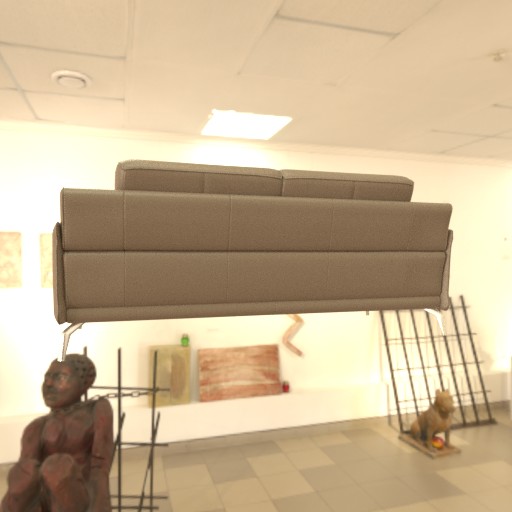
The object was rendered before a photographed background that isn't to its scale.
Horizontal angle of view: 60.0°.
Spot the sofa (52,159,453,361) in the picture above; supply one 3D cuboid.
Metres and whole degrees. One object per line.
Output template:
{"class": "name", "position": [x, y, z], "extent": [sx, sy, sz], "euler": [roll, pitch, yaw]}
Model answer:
{"class": "sofa", "position": [0.000, 0.000, 2.592], "extent": [2.101, 0.930, 1.049], "euler": [0, 0, -17]}
